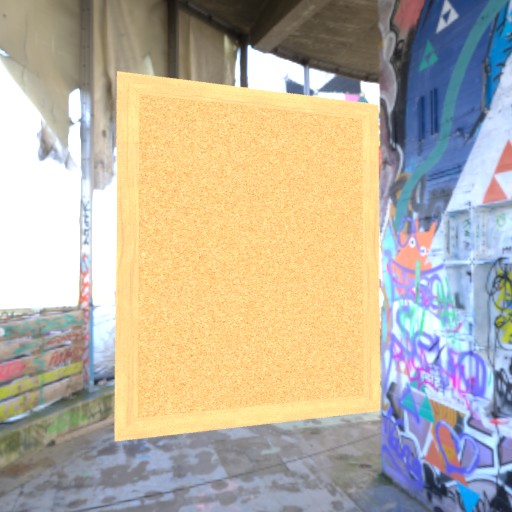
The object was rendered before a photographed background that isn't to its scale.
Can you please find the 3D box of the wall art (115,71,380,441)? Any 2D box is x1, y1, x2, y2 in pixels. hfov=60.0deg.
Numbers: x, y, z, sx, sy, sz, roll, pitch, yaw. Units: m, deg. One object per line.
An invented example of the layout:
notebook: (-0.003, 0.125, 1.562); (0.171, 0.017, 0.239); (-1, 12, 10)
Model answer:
wall art: (0.000, 0.000, 0.517); (0.312, 0.380, 0.030); (0, -1, -18)
